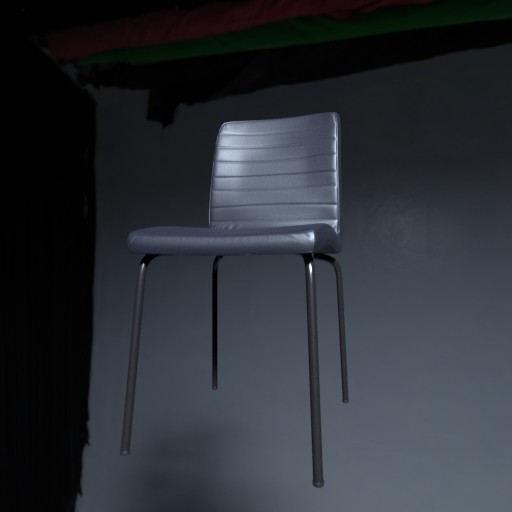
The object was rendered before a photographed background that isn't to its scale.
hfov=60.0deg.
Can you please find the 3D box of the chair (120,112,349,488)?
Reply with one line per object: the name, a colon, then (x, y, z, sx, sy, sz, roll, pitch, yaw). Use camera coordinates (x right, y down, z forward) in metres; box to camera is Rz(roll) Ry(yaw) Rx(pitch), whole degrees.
chair: (0.000, 0.000, 1.169, 0.450, 0.872, 0.572, 0, 0, 18)
